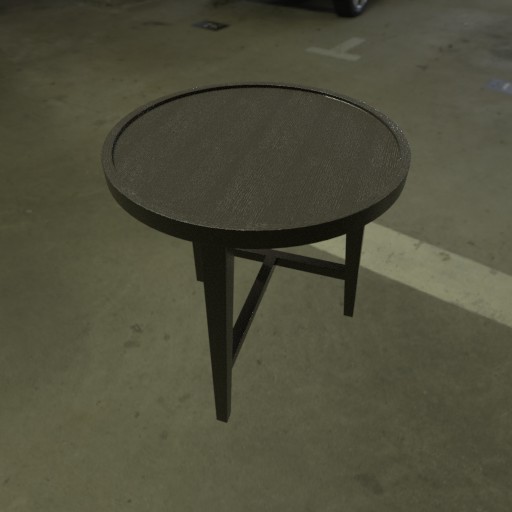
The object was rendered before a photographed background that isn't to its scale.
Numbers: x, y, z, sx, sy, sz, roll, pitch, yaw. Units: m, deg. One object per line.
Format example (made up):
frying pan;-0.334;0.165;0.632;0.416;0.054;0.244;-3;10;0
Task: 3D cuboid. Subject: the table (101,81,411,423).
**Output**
table;0.000;0.000;0.914;0.500;0.531;0.500;0;42;0
